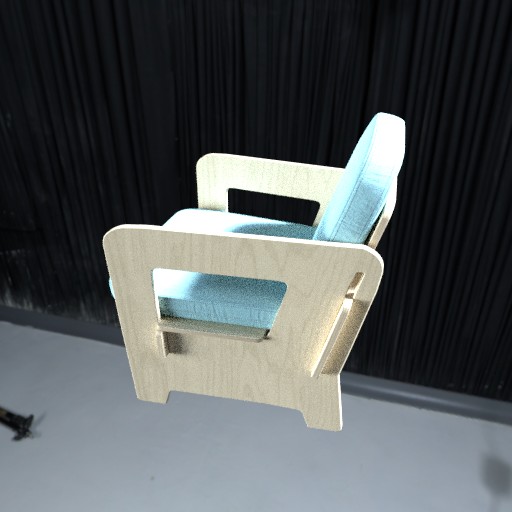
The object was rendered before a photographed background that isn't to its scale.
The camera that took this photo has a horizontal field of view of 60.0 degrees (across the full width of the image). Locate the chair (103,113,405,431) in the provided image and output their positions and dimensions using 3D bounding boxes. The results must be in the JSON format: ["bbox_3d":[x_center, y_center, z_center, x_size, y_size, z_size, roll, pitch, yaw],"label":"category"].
[{"bbox_3d":[0.000,0.000,1.293,0.710,0.800,0.590,8,31,14],"label":"chair"}]
